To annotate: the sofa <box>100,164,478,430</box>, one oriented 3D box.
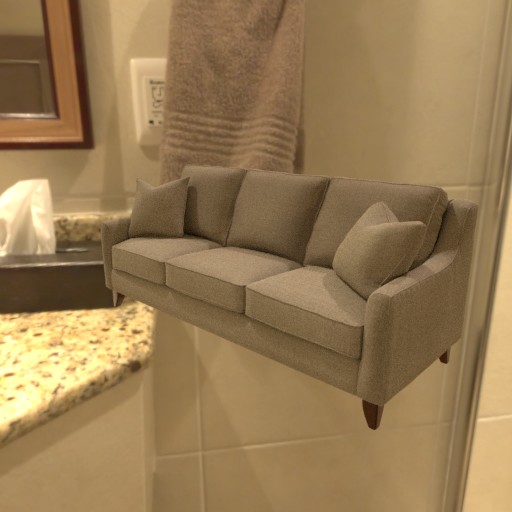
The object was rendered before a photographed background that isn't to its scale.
[{"bbox_3d":[0.000,0.000,2.489,2.031,0.914,0.865,14,20,41],"label":"sofa"}]
